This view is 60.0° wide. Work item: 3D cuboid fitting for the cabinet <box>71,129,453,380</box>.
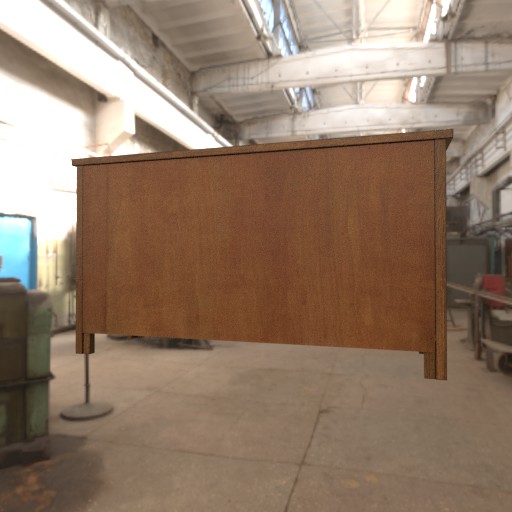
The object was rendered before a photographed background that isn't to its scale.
[{"bbox_3d":[0.000,0.000,1.867,1.474,0.813,0.480,0,-1,17],"label":"cabinet"}]
